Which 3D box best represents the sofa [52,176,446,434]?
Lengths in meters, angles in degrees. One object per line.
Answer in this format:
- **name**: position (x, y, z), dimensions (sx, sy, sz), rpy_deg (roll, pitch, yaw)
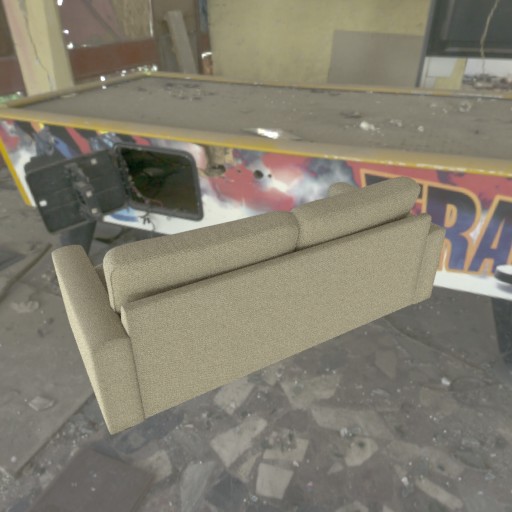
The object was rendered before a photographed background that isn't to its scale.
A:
- **sofa**: position (0.000, 0.000, 2.721), dimensions (2.179, 0.873, 1.016), rpy_deg (-17, 34, -26)
